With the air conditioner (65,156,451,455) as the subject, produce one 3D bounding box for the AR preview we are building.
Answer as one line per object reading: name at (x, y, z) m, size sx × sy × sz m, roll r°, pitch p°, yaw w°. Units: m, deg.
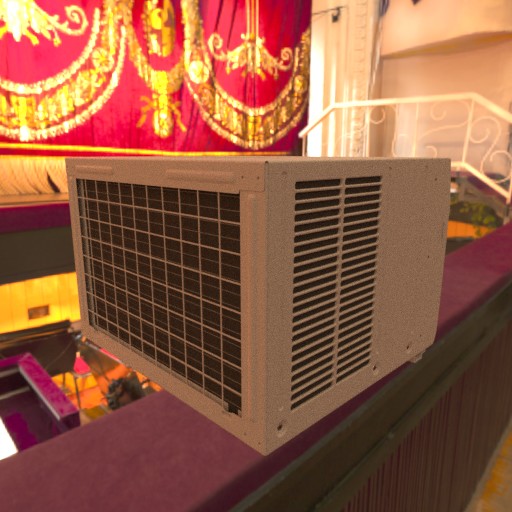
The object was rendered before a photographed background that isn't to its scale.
air conditioner at (0.000, 0.000, 1.043) m, size 0.599 × 0.455 × 0.645 m, roll -13°, pitch 18°, yaw -43°
